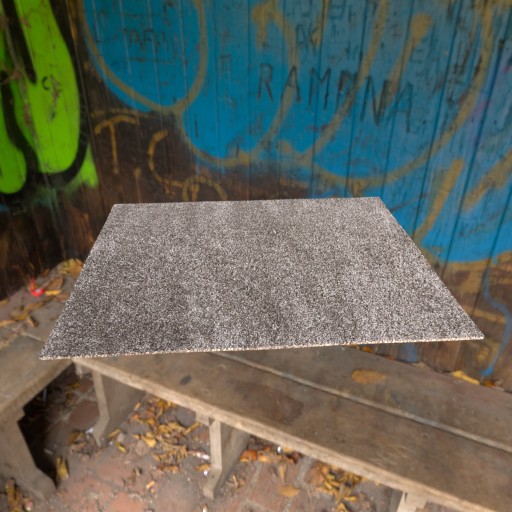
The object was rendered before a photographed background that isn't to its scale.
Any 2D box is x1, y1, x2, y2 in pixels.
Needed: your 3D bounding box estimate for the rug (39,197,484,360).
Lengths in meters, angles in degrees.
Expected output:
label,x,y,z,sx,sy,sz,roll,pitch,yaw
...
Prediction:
label,x,y,z,sx,sy,sz,roll,pitch,yaw
rug,0.000,0.000,3.990,3.000,0.025,2.401,-2,31,-3
